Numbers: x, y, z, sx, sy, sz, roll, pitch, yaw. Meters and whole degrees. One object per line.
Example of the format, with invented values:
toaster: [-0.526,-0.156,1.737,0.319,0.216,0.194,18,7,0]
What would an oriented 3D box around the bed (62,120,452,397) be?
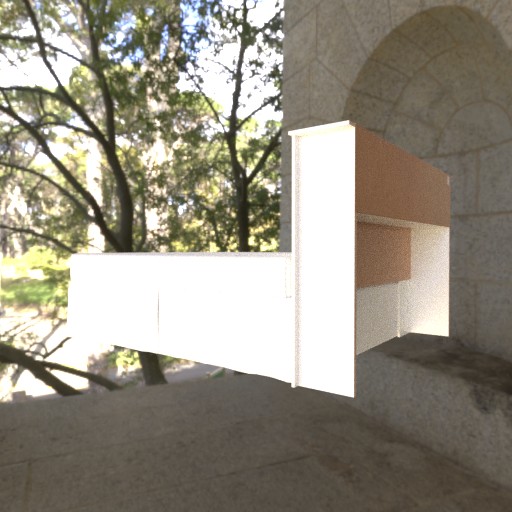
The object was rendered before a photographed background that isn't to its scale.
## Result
bed: [0.000,0.000,3.027,2.133,1.092,1.671,1,1,36]
